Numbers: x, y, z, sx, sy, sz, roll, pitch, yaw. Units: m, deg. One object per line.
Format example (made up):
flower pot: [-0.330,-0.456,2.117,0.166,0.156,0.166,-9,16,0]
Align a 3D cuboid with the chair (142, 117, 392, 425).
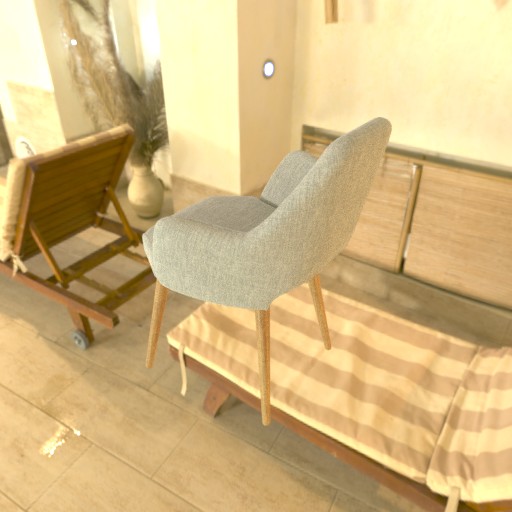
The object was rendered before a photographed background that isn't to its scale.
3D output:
chair: [0.000,0.000,1.271,0.610,0.840,0.590,21,38,30]
